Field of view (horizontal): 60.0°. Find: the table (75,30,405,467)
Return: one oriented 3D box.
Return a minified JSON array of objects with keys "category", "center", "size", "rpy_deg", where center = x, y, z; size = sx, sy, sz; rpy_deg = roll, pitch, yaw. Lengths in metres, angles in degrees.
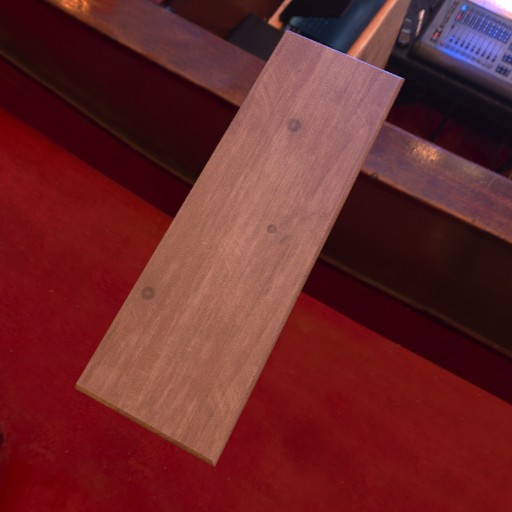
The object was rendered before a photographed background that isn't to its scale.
[{"category":"table","center":[0.000,0.000,1.608],"size":[0.399,0.800,1.219],"rpy_deg":[26,76,7]}]
